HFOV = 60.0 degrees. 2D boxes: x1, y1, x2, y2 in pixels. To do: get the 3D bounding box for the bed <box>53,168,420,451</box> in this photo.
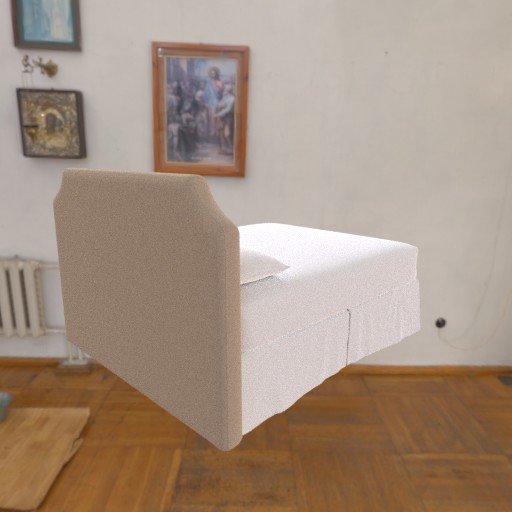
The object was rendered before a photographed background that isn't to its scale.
[{"bbox_3d":[0.000,0.000,3.287,2.204,1.301,1.828,-13,18,-43],"label":"bed"}]
